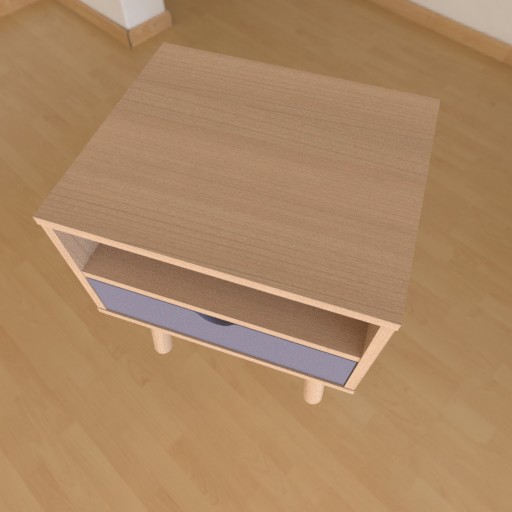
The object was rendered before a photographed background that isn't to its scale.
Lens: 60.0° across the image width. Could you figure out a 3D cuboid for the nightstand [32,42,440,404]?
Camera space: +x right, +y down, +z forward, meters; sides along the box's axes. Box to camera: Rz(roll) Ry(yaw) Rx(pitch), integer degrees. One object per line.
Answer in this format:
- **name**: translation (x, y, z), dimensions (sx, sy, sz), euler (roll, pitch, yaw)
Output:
- **nightstand**: translation (0.000, 0.000, 0.825), dimensions (0.450, 0.530, 0.380), euler (16, 59, 10)
